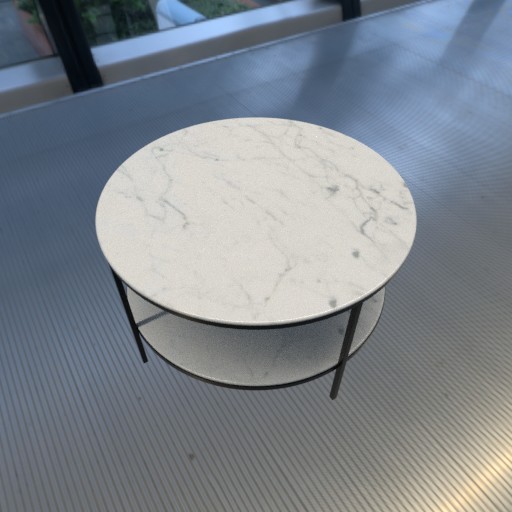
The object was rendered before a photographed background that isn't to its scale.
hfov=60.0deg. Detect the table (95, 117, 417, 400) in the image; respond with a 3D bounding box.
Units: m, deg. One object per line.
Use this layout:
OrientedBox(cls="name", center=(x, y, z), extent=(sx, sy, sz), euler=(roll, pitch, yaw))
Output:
OrientedBox(cls="table", center=(0.000, 0.000, 1.297), extent=(0.800, 0.450, 0.800), euler=(0, 46, 0))
